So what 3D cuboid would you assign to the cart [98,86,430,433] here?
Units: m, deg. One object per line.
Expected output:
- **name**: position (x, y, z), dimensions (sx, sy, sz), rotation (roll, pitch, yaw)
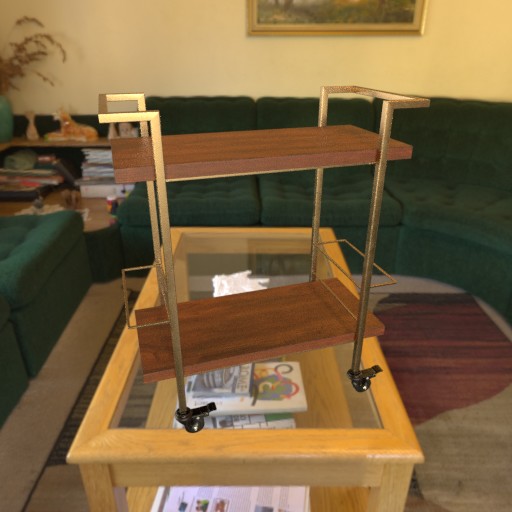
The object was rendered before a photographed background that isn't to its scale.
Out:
- **cart**: position (0.000, 0.000, 1.184), dimensions (0.695, 0.807, 0.364), rotation (-8, 27, -16)
